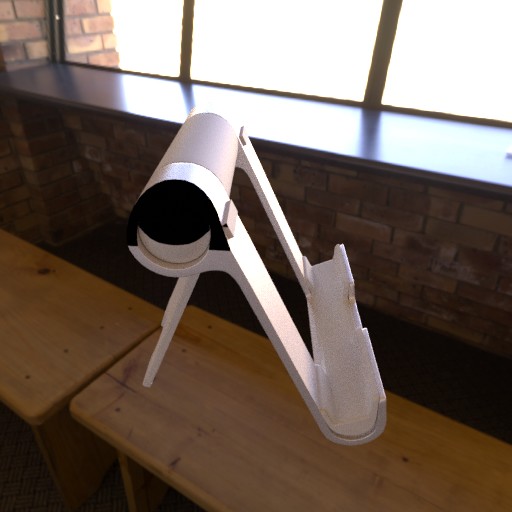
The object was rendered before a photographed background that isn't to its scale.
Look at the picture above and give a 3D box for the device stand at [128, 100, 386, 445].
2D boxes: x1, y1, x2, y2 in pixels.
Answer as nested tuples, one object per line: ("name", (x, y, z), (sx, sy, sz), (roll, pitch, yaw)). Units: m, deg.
("device stand", (0.000, 0.000, 0.151), (0.079, 0.084, 0.086), (1, 32, 1))
